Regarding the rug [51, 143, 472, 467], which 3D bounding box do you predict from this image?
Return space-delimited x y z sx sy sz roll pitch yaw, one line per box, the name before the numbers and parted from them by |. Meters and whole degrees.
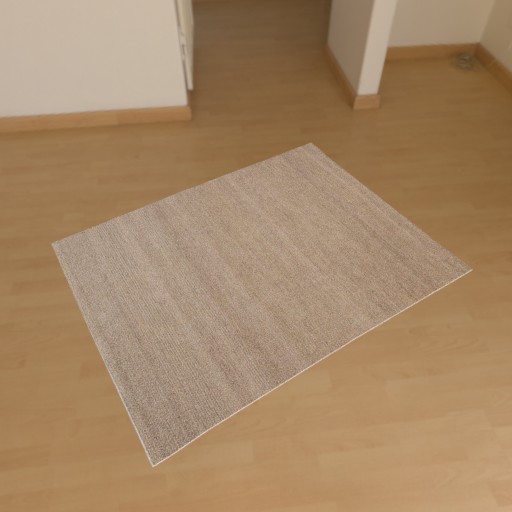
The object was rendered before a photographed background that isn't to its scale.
rug | 0.000 0.000 4.255 3.245 0.046 2.467 -25 53 -21
